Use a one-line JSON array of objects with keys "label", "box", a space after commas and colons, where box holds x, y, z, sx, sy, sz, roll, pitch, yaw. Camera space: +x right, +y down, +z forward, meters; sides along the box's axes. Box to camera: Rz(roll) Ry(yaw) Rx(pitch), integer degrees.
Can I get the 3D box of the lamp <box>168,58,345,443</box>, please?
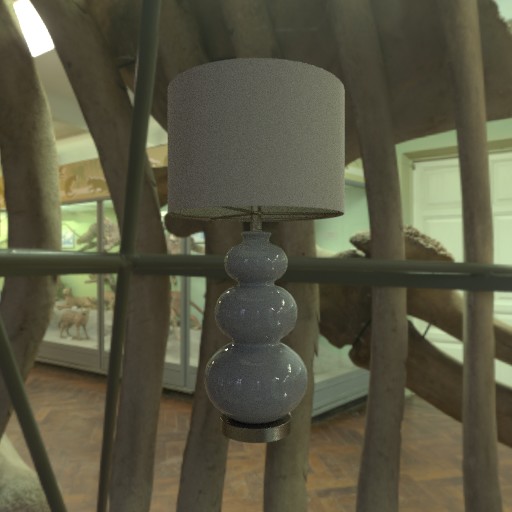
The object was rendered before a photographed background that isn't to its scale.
[{"label": "lamp", "box": [0.000, 0.000, 0.938, 0.367, 0.730, 0.367, 0, 0, 35]}]
